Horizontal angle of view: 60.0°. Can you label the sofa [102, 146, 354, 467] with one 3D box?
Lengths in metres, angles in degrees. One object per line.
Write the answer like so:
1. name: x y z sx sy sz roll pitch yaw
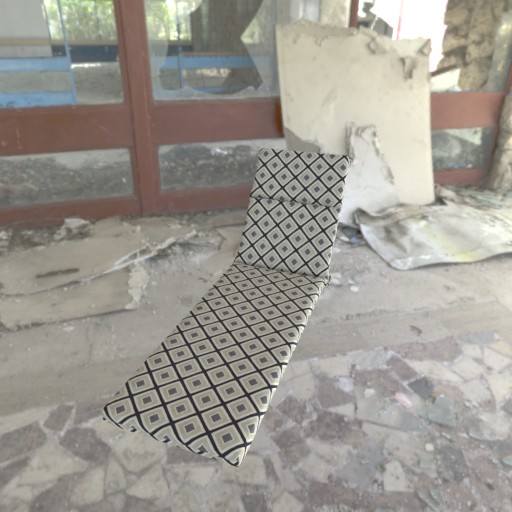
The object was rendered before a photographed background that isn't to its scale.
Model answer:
1. sofa: 0.000 0.000 2.004 0.582 0.622 1.663 10 29 18
